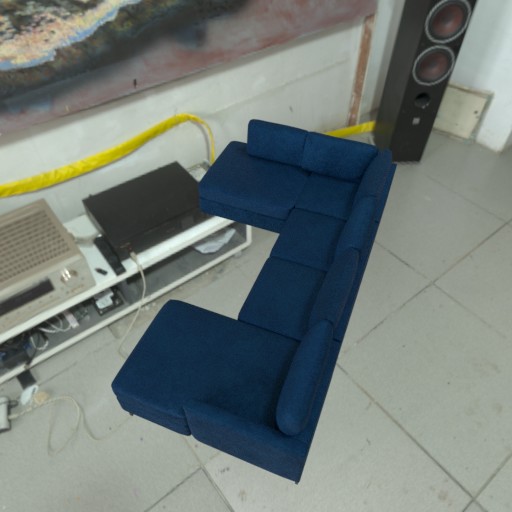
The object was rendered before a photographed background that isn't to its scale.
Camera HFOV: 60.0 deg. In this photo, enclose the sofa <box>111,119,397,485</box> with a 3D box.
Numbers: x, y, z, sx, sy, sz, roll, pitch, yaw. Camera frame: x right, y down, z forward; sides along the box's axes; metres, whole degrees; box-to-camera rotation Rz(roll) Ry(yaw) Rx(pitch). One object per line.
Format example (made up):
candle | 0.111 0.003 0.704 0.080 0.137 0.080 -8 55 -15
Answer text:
sofa | 0.000 0.000 4.339 2.055 0.992 3.434 17 50 15
